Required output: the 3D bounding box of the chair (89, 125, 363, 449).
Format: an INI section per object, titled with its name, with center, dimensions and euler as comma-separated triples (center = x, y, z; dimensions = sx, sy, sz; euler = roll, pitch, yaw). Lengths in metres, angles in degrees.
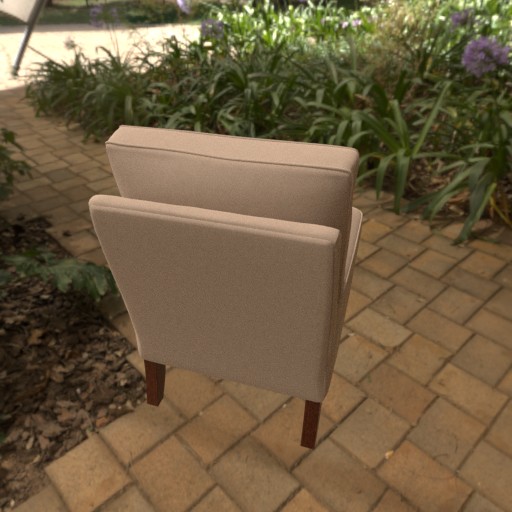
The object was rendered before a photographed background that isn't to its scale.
[chair]
center = 0.000, 0.000, 1.675
dimensions = 0.724, 1.052, 0.912
euler = 9, 33, 15
